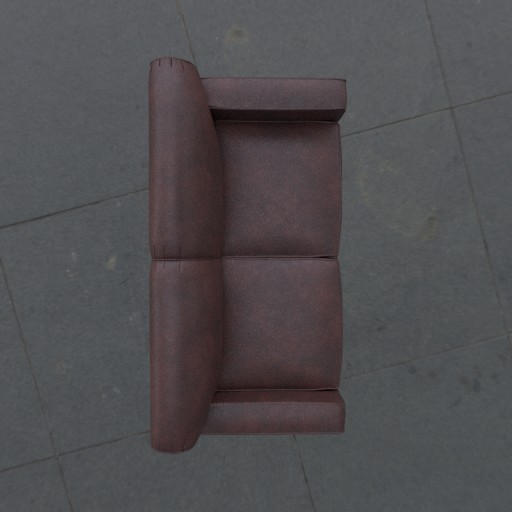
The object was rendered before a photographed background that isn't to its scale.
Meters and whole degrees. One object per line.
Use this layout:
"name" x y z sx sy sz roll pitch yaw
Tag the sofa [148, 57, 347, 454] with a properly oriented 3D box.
"sofa" 0.000 0.000 2.429 1.000 0.966 1.856 0 91 -1
